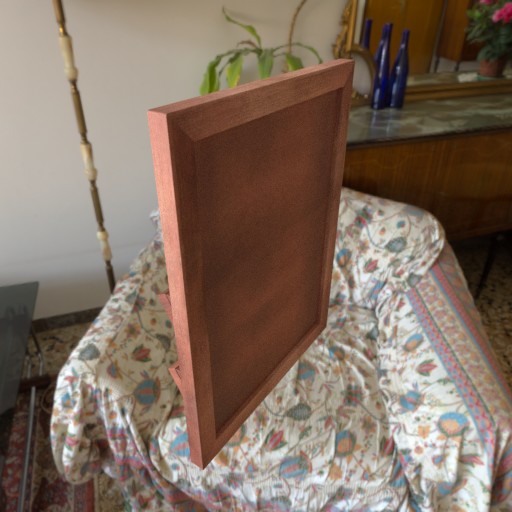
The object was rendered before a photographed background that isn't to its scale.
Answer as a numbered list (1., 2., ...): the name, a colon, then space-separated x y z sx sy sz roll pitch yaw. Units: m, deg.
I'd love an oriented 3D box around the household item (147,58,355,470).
1. household item: 0.000 0.000 0.533 0.067 0.407 0.310 20 37 29
